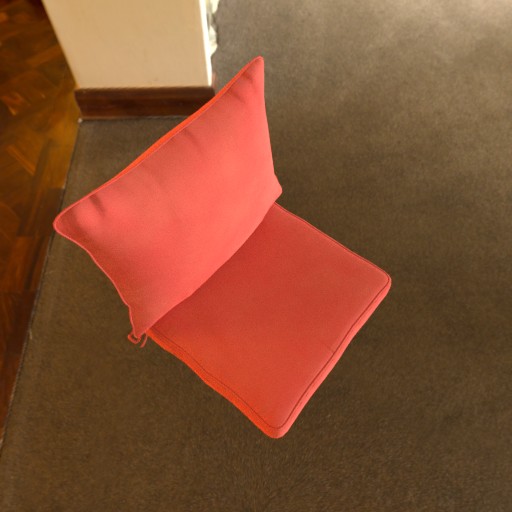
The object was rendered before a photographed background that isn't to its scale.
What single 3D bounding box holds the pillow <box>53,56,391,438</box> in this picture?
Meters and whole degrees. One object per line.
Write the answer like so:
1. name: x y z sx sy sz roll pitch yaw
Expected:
1. pillow: 0.000 0.000 1.363 0.733 0.725 0.798 35 65 18
